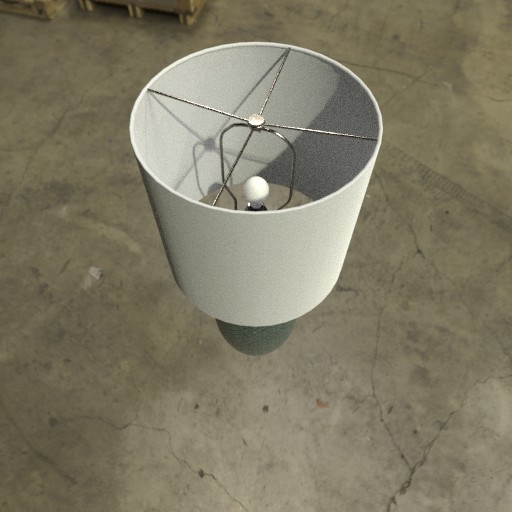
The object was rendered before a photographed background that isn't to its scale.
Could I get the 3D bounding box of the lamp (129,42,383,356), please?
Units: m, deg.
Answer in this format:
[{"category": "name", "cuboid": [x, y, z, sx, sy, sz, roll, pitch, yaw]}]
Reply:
[{"category": "lamp", "cuboid": [0.000, 0.000, 0.573, 0.217, 0.453, 0.217, 15, 59, 10]}]
